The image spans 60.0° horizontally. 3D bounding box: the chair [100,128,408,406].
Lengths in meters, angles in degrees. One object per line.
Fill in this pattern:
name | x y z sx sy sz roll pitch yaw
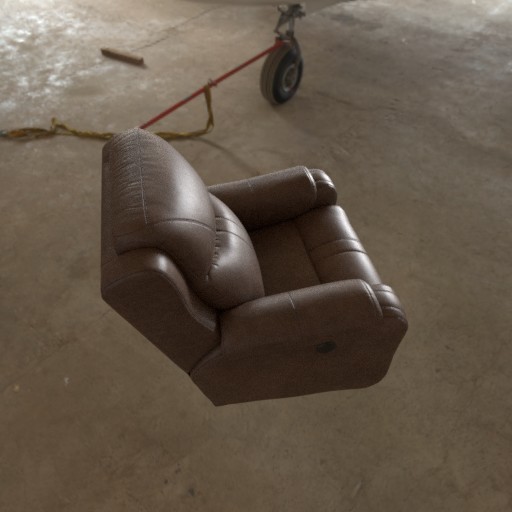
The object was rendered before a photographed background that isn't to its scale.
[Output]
chair | 0.000 0.000 1.820 1.067 0.990 0.940 -10 47 -9
